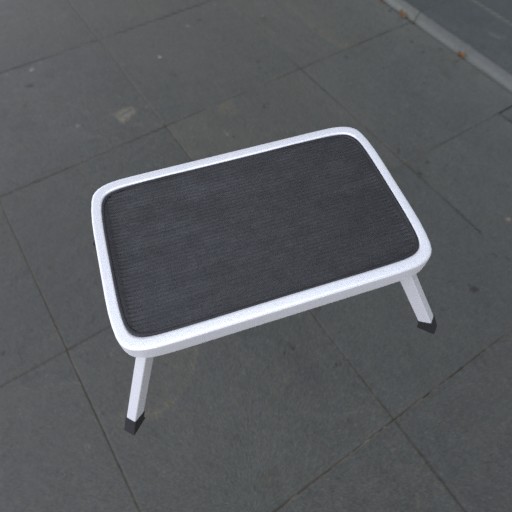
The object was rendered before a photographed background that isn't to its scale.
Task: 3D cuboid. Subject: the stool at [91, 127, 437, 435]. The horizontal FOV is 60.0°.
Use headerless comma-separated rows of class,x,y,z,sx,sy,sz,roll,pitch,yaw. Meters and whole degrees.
stool,0.000,0.000,0.614,0.460,0.170,0.320,-16,61,-9
